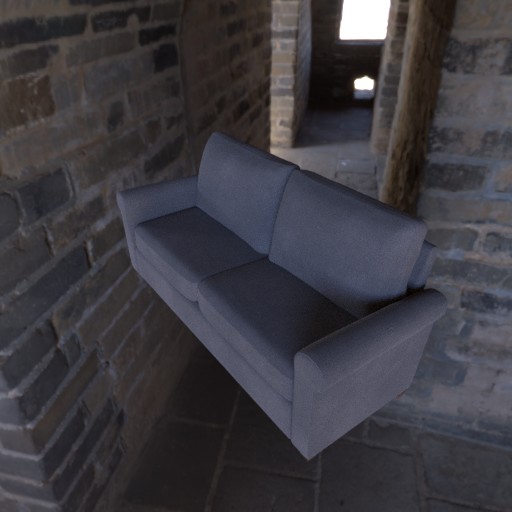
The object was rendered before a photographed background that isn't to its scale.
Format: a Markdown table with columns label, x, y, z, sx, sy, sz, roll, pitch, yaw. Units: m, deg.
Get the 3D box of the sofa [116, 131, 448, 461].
| label | x | y | z | sx | sy | sz | roll | pitch | yaw |
| --- | --- | --- | --- | --- | --- | --- | --- | --- | --- |
| sofa | 0.000 | 0.000 | 2.479 | 0.842 | 0.942 | 1.935 | -21 | 38 | -30 |
